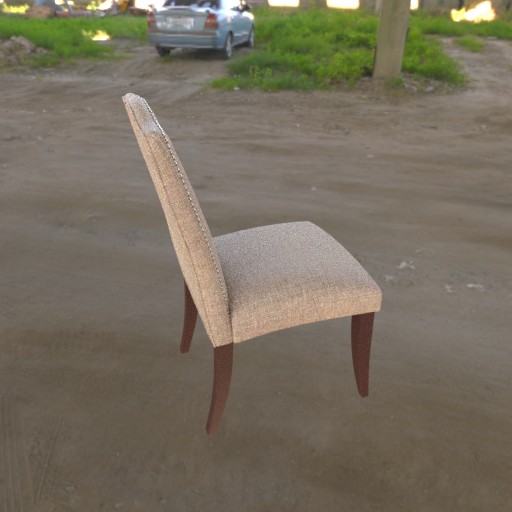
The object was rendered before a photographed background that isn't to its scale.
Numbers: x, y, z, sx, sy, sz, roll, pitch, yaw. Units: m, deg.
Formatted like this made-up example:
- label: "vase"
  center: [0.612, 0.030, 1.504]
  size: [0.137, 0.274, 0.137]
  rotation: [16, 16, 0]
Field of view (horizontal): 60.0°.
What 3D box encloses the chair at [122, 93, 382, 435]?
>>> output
- label: "chair"
  center: [0.000, 0.000, 1.414]
  size: [0.660, 1.016, 0.513]
  rotation: [-11, 33, -17]
